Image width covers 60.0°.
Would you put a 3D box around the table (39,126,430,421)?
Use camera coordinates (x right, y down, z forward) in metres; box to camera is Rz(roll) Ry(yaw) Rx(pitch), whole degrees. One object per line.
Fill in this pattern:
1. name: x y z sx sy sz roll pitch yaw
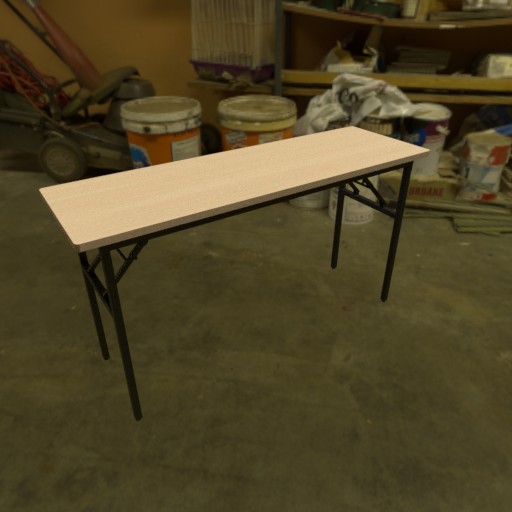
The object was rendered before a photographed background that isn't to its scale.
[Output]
1. table: 0.000 0.000 1.802 1.397 0.750 0.447 -19 36 -28
